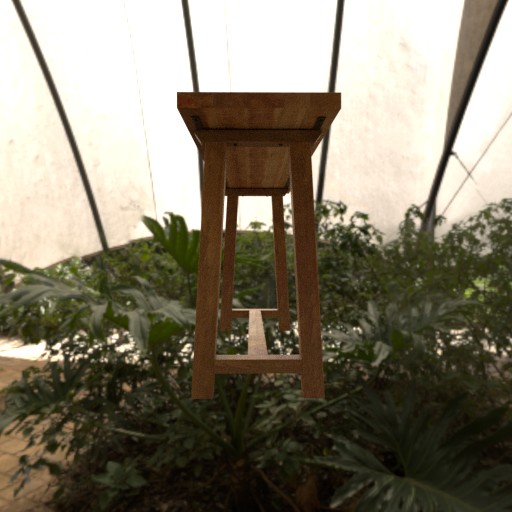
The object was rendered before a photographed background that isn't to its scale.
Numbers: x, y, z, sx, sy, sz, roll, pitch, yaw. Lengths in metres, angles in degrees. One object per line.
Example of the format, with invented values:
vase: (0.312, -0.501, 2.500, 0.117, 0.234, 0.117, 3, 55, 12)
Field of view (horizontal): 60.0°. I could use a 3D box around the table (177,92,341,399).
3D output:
table: (0.000, 0.000, 1.852, 0.405, 0.810, 1.524, 0, 0, -1)
